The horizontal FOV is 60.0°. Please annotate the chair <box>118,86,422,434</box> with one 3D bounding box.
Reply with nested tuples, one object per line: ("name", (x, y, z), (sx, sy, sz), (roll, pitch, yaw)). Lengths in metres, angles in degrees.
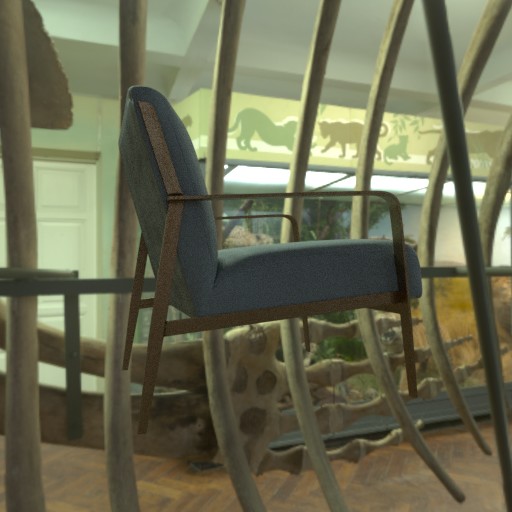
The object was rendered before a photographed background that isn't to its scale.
("chair", (0.000, 0.000, 1.449), (0.842, 0.824, 0.701), (0, -1, -20))
